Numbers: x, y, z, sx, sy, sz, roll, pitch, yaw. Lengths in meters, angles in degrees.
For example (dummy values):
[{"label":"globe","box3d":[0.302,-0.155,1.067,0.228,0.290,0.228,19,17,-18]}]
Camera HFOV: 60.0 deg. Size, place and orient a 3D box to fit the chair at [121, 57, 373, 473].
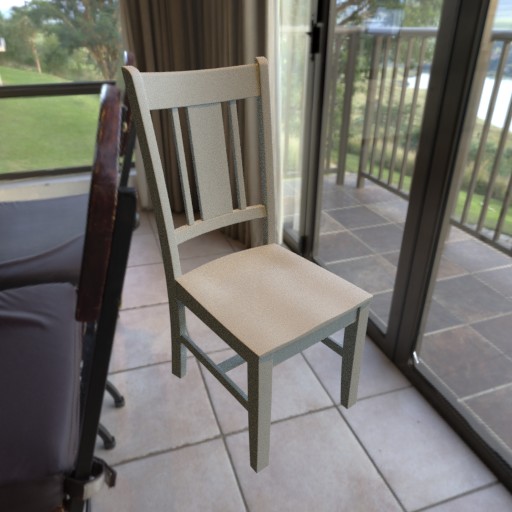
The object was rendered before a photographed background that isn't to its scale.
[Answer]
[{"label":"chair","box3d":[0.000,0.000,1.277,0.450,0.998,0.555,-20,35,-32]}]
